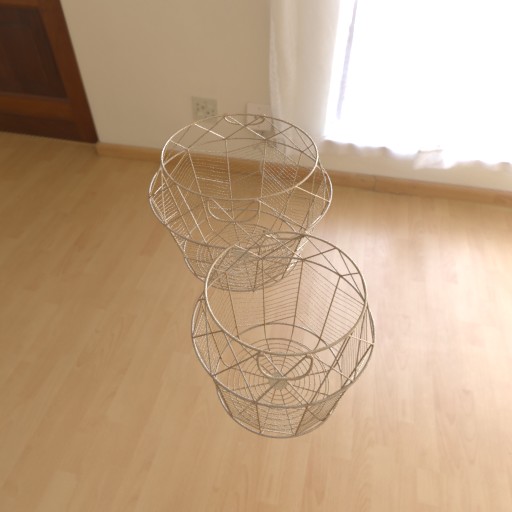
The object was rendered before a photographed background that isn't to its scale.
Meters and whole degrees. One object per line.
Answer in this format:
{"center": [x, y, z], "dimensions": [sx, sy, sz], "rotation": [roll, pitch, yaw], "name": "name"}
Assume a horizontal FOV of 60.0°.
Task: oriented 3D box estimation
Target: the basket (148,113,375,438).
{"center": [0.000, 0.000, 1.030], "dimensions": [0.451, 0.343, 0.805], "rotation": [-9, 46, -9], "name": "basket"}
